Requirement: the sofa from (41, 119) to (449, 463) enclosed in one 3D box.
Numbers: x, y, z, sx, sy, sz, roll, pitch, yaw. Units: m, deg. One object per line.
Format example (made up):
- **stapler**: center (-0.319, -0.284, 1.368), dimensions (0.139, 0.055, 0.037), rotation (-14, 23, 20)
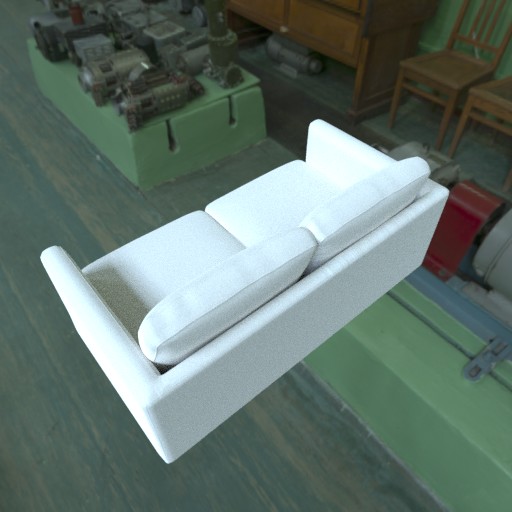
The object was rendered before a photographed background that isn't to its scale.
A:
- **sofa**: center (0.000, 0.000, 2.207), dimensions (1.713, 0.893, 0.940), rotation (-31, 54, -26)
